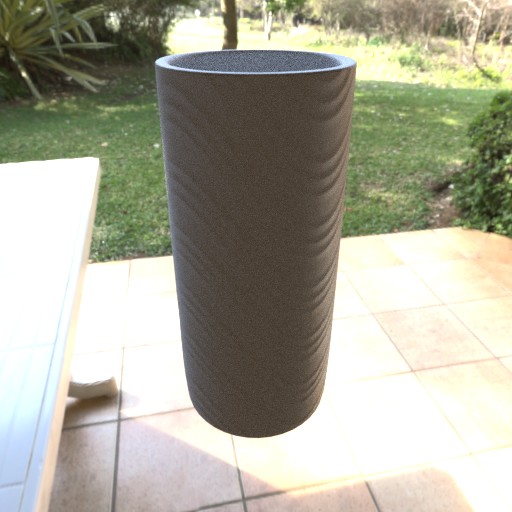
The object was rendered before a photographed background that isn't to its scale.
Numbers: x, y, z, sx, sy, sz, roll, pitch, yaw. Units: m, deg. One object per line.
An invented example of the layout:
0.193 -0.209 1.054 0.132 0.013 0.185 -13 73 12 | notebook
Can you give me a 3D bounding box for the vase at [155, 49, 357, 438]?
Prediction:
0.000 0.000 0.386 0.143 0.316 0.143 0 30 0 | vase
